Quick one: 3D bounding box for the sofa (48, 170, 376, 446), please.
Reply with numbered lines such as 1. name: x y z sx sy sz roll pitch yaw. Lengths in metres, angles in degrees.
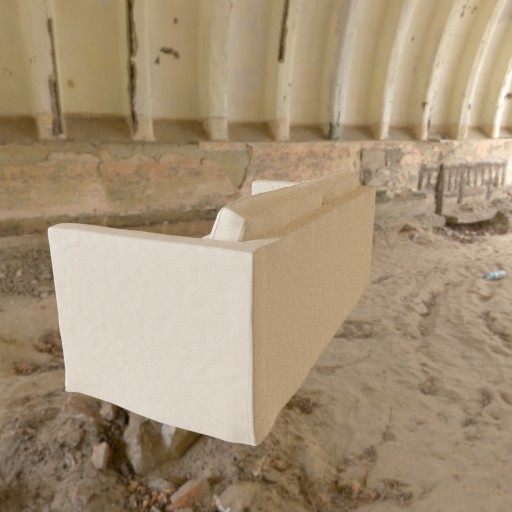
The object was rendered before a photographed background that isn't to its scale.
1. sofa: 0.000 0.000 2.485 0.940 0.870 1.987 7 17 25
